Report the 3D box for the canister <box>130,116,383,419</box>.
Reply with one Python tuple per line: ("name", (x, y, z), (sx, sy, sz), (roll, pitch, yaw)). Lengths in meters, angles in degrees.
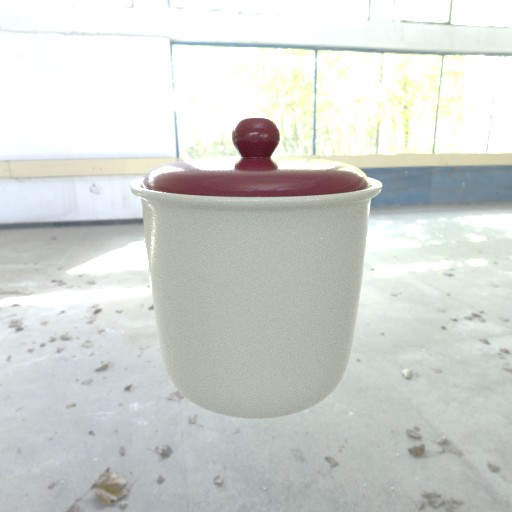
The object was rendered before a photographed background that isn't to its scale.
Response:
("canister", (0.000, 0.000, 0.346), (0.182, 0.208, 0.182), (0, 16, 0))
